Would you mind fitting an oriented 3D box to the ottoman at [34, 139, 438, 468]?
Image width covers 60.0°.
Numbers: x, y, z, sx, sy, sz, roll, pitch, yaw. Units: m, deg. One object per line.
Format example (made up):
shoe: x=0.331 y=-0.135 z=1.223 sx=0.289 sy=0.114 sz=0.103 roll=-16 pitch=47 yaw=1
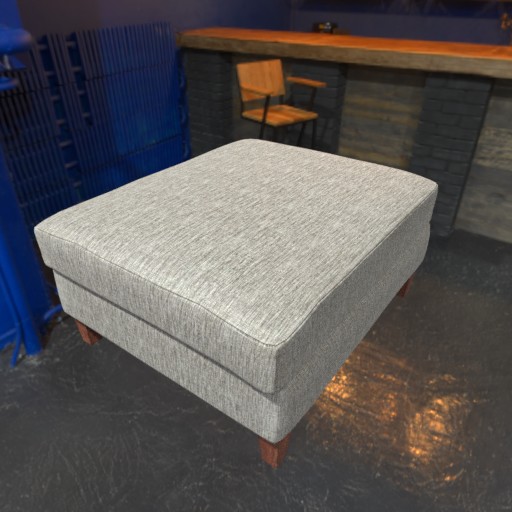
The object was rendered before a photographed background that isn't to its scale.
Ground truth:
ottoman: x=0.000 y=0.000 z=1.441 sx=0.839 sy=0.492 sz=0.994 roll=21 pitch=38 yaw=30
